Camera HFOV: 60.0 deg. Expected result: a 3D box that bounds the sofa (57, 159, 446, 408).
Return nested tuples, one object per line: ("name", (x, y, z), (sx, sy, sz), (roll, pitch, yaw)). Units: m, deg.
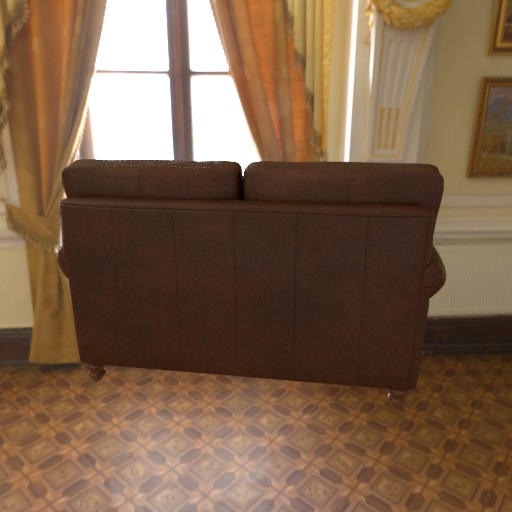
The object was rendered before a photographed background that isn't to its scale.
("sofa", (0.000, 0.000, 2.191), (1.616, 0.976, 0.990), (3, 17, 8))
